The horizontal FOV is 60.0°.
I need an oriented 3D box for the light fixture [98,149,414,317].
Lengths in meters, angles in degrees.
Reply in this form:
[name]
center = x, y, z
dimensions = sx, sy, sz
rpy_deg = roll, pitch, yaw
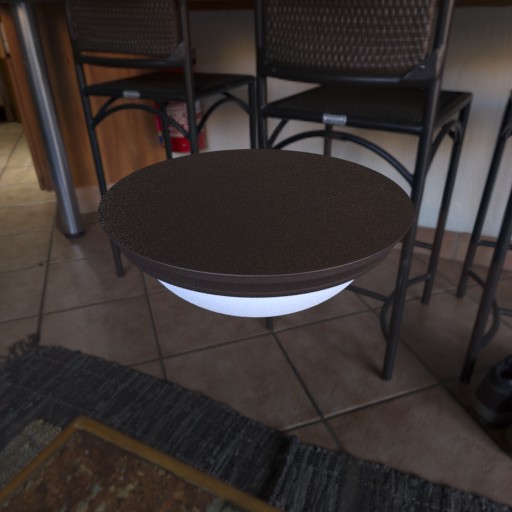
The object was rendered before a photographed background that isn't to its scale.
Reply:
[light fixture]
center = 0.000, 0.000, 0.444
dimensions = 0.280, 0.135, 0.280
rpy_deg = 0, 30, 0
